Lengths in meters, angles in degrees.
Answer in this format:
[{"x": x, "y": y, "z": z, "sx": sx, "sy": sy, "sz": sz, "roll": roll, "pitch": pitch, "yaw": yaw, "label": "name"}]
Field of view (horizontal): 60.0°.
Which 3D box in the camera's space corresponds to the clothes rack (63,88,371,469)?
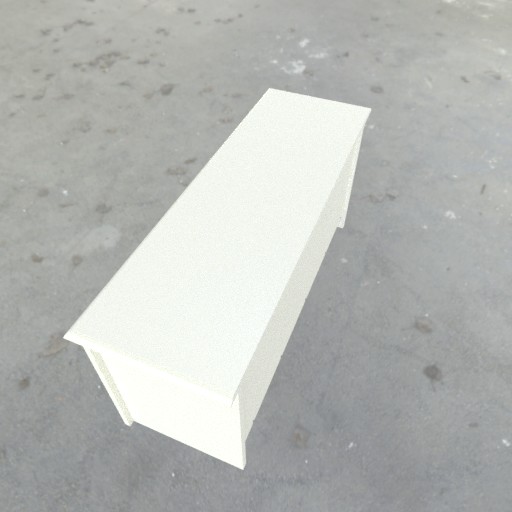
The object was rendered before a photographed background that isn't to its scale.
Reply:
[{"x": 0.000, "y": 0.000, "z": 1.491, "sx": 0.405, "sy": 0.558, "sz": 1.218, "roll": 17, "pitch": 50, "yaw": 15, "label": "clothes rack"}]
